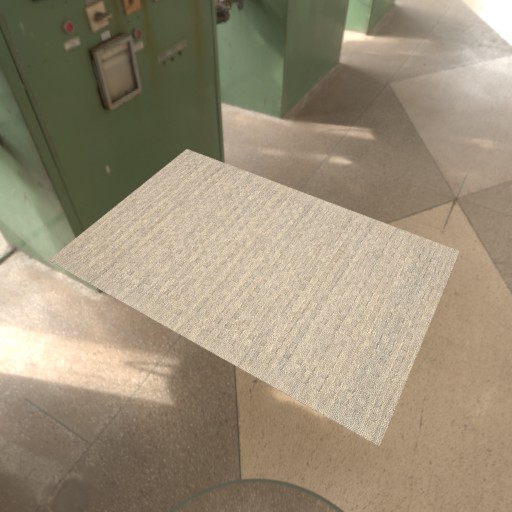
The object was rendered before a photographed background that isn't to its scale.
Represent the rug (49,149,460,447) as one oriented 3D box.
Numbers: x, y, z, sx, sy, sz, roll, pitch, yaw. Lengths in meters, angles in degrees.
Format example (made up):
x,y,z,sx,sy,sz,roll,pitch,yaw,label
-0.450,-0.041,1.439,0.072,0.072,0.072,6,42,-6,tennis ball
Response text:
x,y,z,sx,sy,sz,roll,pitch,yaw,label
0.000,0.000,2.255,1.752,0.006,1.142,24,52,21,rug
